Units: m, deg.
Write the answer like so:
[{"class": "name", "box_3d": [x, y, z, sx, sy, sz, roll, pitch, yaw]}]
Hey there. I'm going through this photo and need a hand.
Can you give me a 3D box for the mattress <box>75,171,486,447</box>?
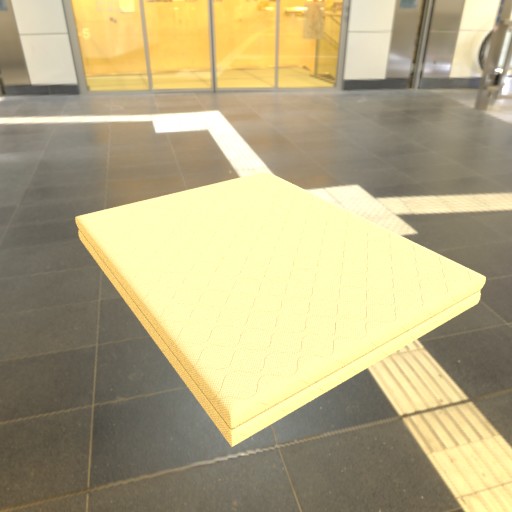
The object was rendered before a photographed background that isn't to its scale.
[{"class": "mattress", "box_3d": [0.000, 0.000, 2.710, 1.600, 0.200, 2.000, -19, 35, -29]}]
